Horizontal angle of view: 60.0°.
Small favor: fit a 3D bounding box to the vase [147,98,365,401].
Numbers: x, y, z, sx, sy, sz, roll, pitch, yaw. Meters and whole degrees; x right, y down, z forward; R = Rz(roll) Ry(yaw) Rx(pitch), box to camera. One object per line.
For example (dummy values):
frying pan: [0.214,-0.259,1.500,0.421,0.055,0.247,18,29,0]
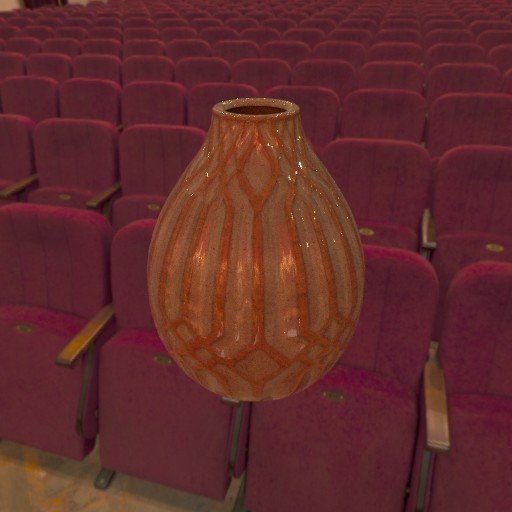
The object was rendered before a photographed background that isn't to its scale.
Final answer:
vase: [0.000,0.000,0.267,0.131,0.175,0.131,0,31,0]
